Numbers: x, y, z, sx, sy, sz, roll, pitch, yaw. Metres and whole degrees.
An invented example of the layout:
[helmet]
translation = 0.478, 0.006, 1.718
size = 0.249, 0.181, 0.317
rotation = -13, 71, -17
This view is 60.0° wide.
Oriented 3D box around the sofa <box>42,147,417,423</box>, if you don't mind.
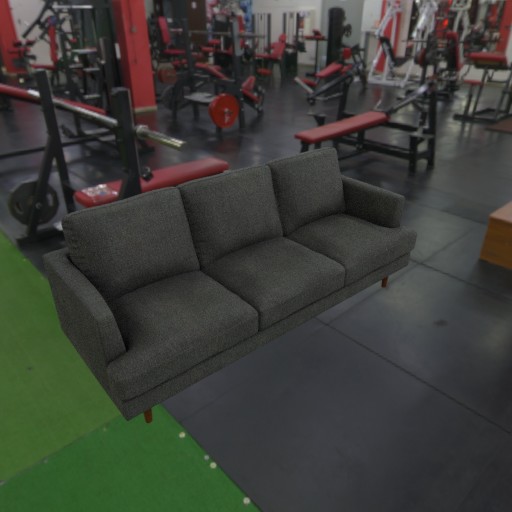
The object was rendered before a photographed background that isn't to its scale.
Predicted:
[sofa]
translation = 0.000, 0.000, 2.766
size = 2.246, 0.930, 0.903
rotation = -22, 36, -34
